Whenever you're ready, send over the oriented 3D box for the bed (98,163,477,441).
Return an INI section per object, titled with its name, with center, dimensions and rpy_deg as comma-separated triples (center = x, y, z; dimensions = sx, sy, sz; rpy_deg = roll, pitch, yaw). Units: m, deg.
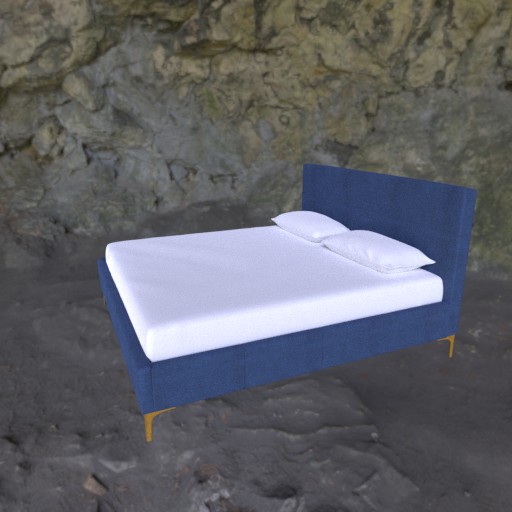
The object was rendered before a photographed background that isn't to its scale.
[bed]
center = 0.000, 0.000, 3.507
dimensions = 2.232, 1.231, 2.096
rpy_deg = -7, 18, -23
